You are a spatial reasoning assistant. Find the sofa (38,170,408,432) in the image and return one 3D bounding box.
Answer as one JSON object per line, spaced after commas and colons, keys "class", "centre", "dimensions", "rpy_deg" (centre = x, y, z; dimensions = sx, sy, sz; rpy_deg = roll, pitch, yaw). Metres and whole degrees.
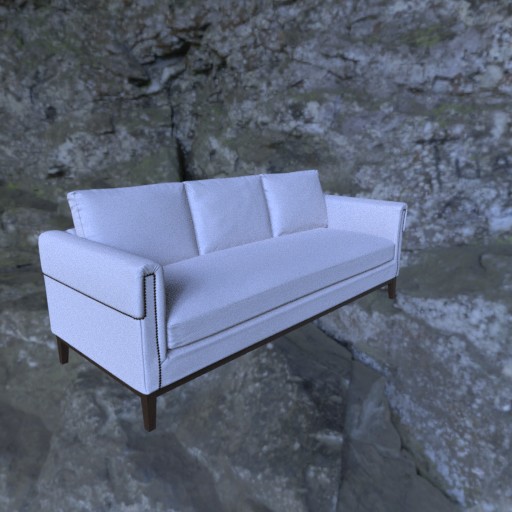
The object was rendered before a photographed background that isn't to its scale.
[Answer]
{"class": "sofa", "centre": [0.000, 0.000, 2.686], "dimensions": [0.902, 0.911, 2.198], "rpy_deg": [14, 20, 42]}
